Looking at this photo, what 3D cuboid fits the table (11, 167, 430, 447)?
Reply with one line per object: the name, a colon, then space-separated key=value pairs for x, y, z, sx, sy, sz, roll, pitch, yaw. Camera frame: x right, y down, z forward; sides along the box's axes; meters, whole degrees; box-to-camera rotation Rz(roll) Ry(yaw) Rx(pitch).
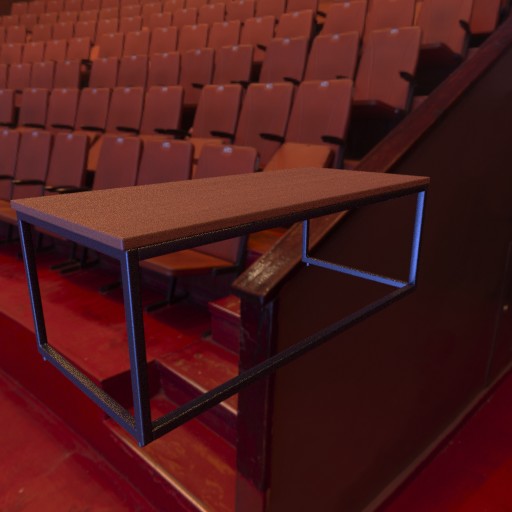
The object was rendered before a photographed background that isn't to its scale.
table: x=0.000 y=0.000 z=1.281 sx=0.500 sy=0.400 sz=1.100 roll=16 pitch=23 yaw=42
